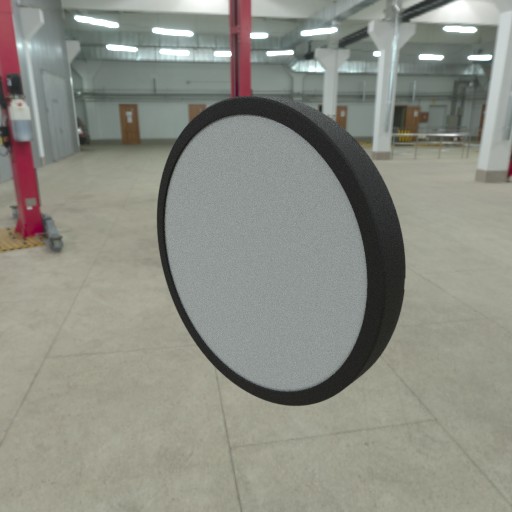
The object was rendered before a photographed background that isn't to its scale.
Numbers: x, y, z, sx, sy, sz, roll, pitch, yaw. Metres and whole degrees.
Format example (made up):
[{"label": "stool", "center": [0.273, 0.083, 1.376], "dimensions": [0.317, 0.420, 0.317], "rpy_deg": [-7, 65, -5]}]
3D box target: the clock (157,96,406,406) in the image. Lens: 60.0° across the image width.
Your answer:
[{"label": "clock", "center": [0.000, 0.000, 0.433], "dimensions": [0.293, 0.293, 0.040], "rpy_deg": [16, 24, 42]}]
